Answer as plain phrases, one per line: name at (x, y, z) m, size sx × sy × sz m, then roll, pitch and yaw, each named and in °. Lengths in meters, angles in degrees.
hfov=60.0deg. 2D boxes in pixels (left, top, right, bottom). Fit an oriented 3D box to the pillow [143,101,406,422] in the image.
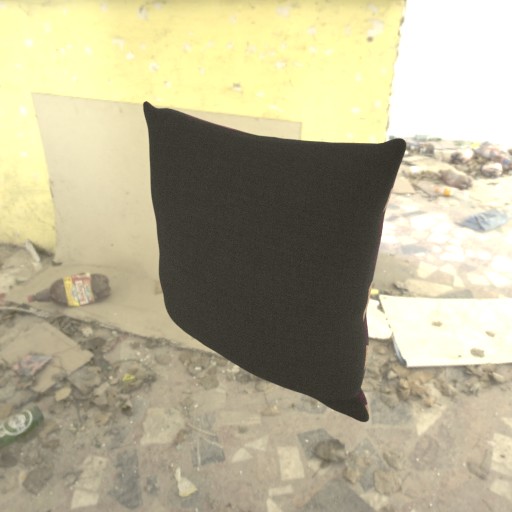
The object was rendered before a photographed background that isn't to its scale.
pillow at (0.000, 0.000, 0.793) m, size 0.503 × 0.496 × 0.208 m, roll 21°, pitch 35°, yaw 32°
